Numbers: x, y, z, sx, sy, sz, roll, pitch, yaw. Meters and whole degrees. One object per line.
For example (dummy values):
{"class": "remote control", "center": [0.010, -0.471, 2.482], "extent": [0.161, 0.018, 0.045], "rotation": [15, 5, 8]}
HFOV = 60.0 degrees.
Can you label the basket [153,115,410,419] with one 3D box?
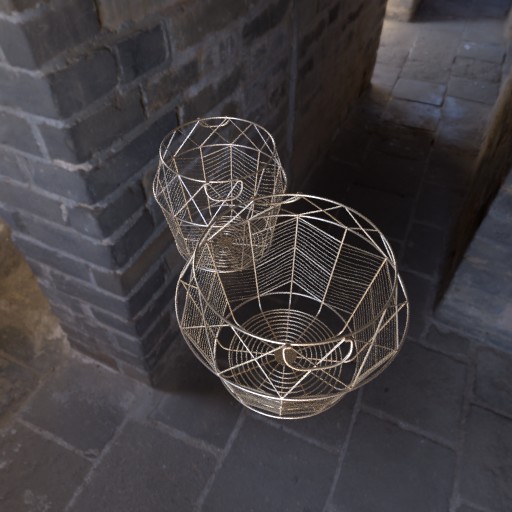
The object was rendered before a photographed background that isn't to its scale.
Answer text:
{"class": "basket", "center": [0.000, 0.000, 1.033], "extent": [0.451, 0.343, 0.805], "rotation": [-17, 49, -16]}
